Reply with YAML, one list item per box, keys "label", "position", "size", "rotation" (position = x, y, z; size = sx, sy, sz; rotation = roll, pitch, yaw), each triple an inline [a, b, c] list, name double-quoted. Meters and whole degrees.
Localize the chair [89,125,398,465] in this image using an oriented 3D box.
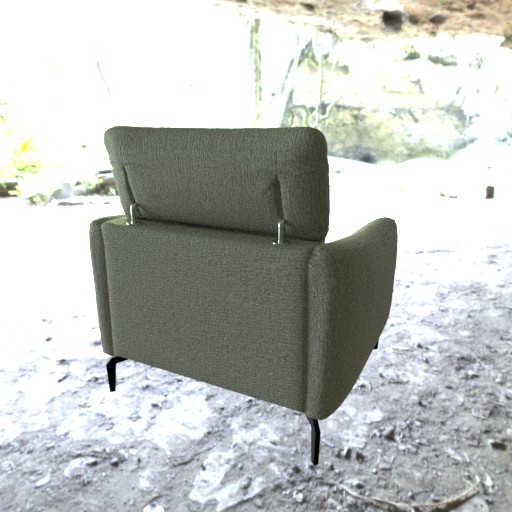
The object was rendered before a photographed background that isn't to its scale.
- label: "chair"
  position: [0.000, 0.000, 1.707]
  size: [0.972, 0.967, 0.835]
  rotation: [9, 19, 26]
